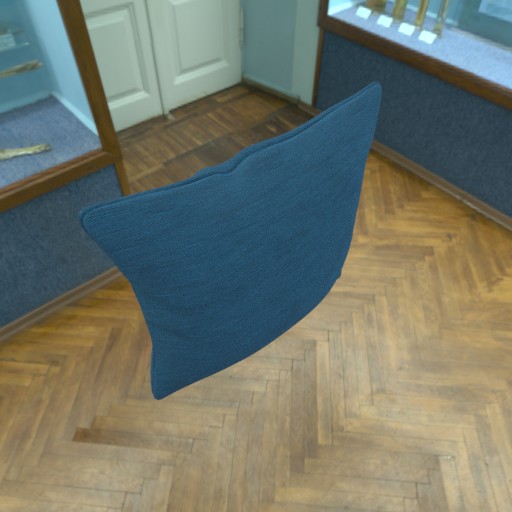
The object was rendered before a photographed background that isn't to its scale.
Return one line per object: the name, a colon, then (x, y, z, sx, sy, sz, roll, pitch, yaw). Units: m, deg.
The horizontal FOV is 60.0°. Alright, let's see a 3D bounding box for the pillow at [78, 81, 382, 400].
pillow: (0.000, 0.000, 0.671, 0.437, 0.420, 0.177, -30, 55, -24)
